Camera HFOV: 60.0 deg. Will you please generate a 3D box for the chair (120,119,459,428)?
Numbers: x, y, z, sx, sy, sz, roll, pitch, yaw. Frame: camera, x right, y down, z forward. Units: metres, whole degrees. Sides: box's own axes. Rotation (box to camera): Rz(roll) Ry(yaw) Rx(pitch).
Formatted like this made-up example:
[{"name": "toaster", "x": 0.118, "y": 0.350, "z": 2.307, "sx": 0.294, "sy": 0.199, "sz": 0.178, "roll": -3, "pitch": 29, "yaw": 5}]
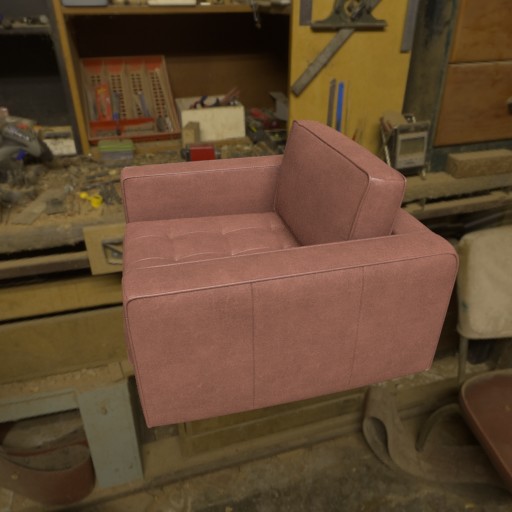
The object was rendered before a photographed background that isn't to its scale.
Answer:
[{"name": "chair", "x": 0.000, "y": 0.000, "z": 1.517, "sx": 0.900, "sy": 0.770, "sz": 0.920, "roll": -8, "pitch": 32, "yaw": -13}]
